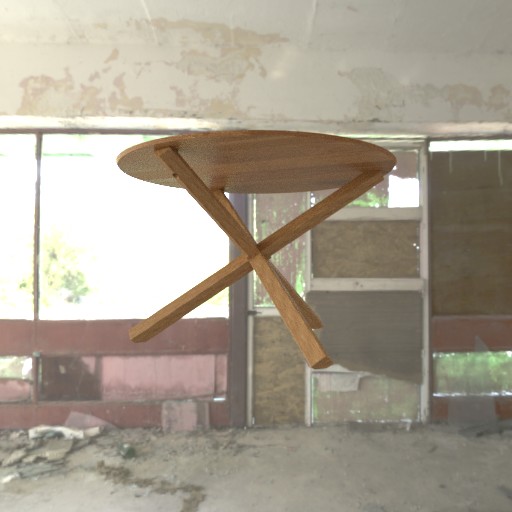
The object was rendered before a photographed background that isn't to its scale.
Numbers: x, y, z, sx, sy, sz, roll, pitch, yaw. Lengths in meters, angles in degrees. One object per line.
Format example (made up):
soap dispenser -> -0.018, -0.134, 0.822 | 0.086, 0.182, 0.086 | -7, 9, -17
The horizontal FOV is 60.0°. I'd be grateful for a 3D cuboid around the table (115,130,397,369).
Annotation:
table -> 0.000, 0.000, 1.710 | 1.038, 0.666, 1.038 | 0, -1, 0
